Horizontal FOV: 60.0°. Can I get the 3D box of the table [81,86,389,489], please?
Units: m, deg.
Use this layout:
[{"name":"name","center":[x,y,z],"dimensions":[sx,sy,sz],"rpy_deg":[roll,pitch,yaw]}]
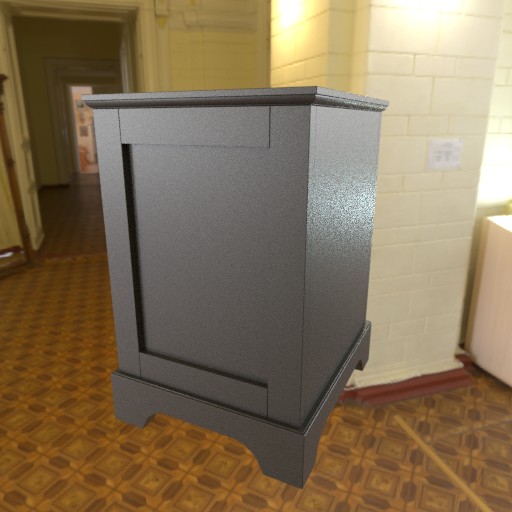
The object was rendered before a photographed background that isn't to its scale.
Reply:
[{"name":"table","center":[0.000,0.000,0.909],"dimensions":[0.399,0.610,0.460],"rpy_deg":[8,19,26]}]
